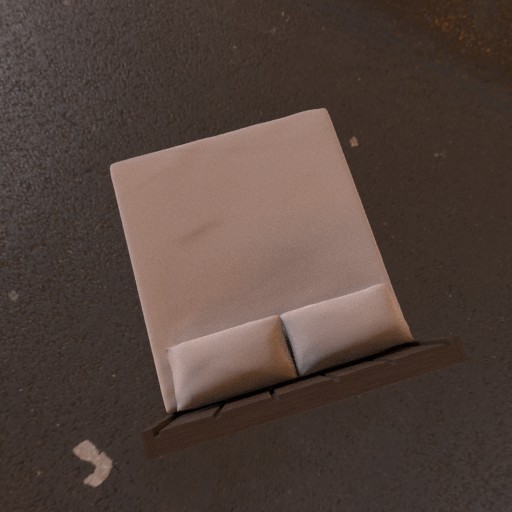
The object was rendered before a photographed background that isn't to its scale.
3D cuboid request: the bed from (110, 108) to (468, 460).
[{"bbox_3d":[0.000,0.000,3.092,1.735,1.261,1.992,-16,77,-4],"label":"bed"}]
